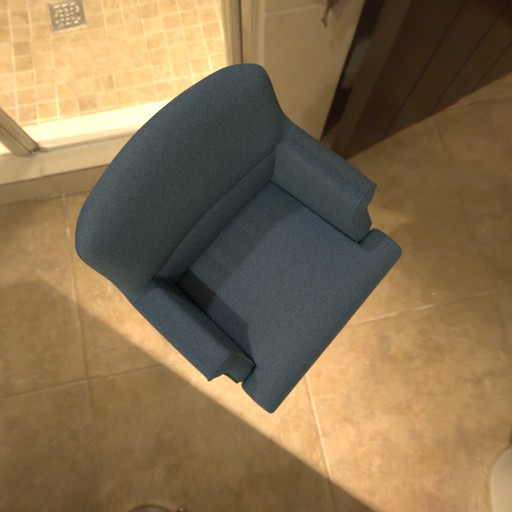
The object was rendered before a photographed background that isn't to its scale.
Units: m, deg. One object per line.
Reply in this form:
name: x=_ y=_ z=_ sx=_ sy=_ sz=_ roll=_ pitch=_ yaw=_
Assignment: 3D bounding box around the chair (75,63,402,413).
chair: x=0.000 y=0.000 z=1.478 sx=0.754 sy=0.878 sz=0.770 roll=40 pitch=80 yaw=8
